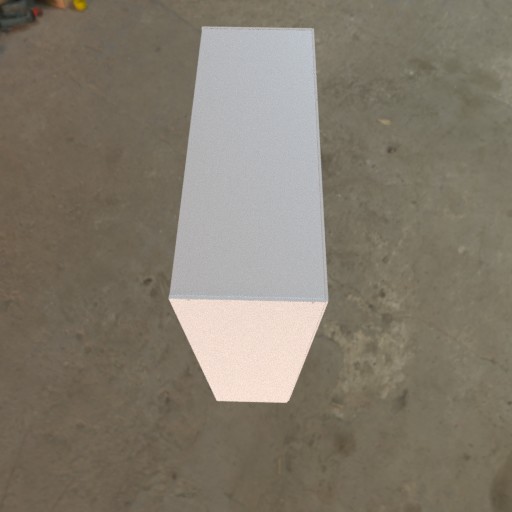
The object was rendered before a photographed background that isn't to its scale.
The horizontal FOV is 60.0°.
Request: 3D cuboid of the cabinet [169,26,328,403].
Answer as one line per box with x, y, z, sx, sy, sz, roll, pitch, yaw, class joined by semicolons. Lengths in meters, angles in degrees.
0.000;0.000;2.513;0.510;1.910;1.290;1;63;1;cabinet
